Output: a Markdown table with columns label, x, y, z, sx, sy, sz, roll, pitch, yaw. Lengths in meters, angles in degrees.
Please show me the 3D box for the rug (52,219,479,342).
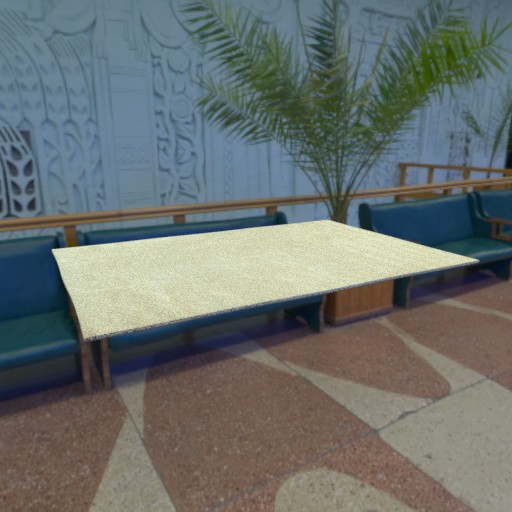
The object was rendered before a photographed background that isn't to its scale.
| label | x | y | z | sx | sy | sz | roll | pitch | yaw |
| --- | --- | --- | --- | --- | --- | --- | --- | --- | --- |
| rug | 0.000 | 0.000 | 3.354 | 2.699 | 0.025 | 1.800 | -8 | 17 | -27 |
